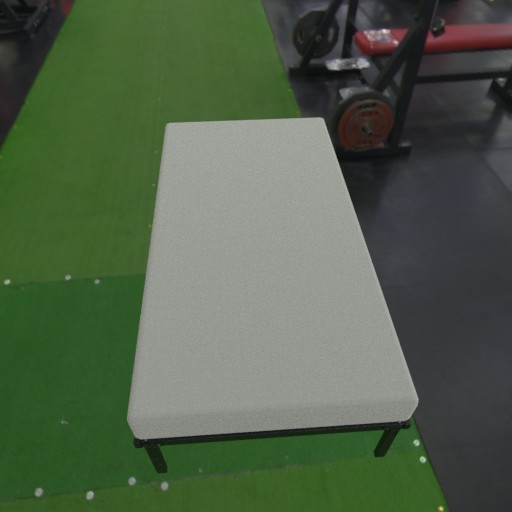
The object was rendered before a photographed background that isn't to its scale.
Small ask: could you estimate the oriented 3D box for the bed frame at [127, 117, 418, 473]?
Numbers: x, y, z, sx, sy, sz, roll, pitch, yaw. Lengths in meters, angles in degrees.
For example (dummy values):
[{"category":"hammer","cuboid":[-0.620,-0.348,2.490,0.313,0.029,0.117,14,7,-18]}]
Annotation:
[{"category":"bed frame","cuboid":[0.000,0.000,3.161,1.393,0.680,2.635,-3,47,-3]}]
